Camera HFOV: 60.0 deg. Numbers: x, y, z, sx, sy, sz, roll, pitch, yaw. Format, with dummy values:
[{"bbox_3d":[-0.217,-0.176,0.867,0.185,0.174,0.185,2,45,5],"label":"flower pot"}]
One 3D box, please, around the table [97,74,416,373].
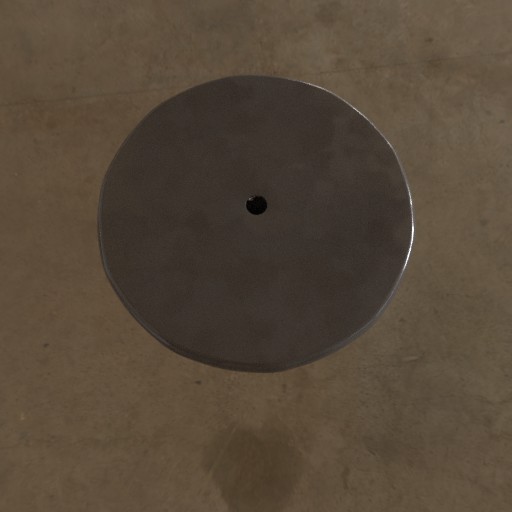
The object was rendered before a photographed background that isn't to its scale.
[{"bbox_3d":[0.000,0.000,0.663,0.352,0.387,0.352,0,73,0],"label":"table"}]
